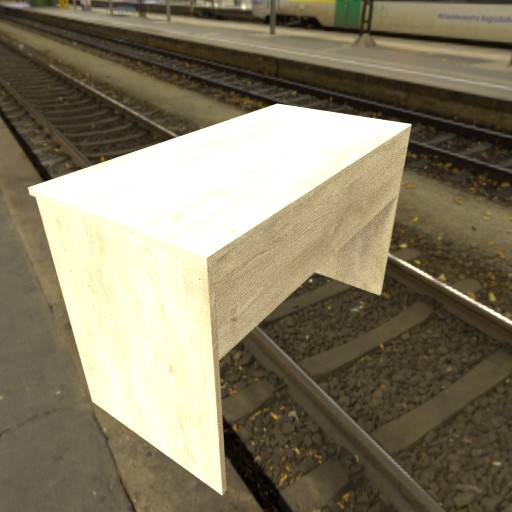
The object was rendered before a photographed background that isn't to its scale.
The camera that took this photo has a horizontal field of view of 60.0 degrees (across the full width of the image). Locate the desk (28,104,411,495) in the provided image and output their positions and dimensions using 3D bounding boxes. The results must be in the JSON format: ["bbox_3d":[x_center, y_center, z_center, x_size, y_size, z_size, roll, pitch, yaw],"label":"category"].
[{"bbox_3d":[0.000,0.000,1.496,0.560,0.730,1.100,20,36,30],"label":"desk"}]
